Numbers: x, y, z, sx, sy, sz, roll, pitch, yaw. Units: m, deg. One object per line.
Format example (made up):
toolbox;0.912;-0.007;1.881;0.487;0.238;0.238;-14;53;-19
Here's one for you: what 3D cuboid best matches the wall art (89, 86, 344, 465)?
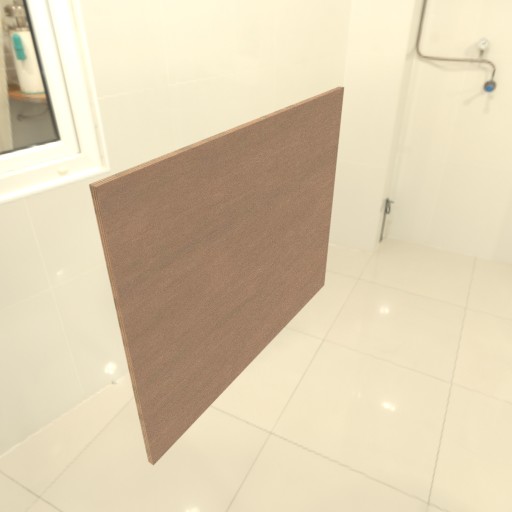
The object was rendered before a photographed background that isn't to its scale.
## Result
wall art;0.000;0.000;0.675;0.010;0.408;0.508;20;37;29
